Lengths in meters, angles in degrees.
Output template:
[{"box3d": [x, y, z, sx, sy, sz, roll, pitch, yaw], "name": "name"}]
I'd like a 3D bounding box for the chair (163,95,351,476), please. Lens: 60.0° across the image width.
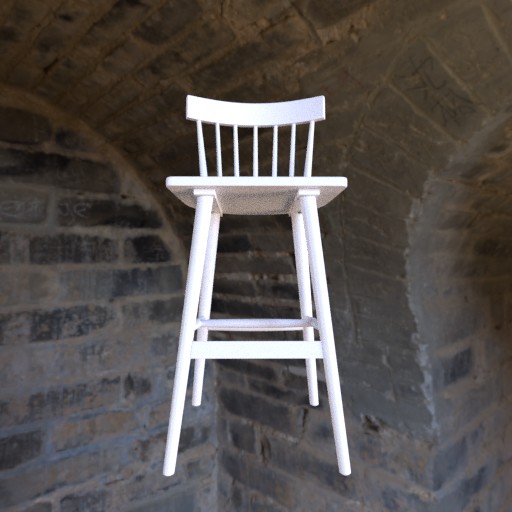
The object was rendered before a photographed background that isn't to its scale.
[{"box3d": [0.000, 0.000, 1.378, 0.483, 1.092, 0.572, 0, -1, -1], "name": "chair"}]
